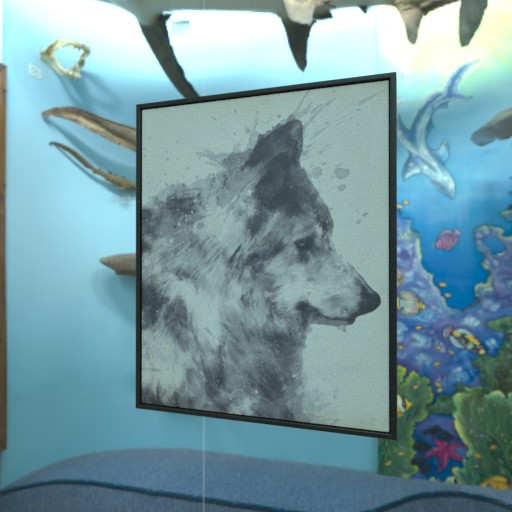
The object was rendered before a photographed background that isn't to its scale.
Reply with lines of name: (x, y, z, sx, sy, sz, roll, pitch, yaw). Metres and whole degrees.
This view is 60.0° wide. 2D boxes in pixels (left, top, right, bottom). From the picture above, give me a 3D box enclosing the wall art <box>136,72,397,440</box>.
wall art: (0.000, 0.000, 0.745, 0.451, 0.551, 0.028, 0, 0, 18)
